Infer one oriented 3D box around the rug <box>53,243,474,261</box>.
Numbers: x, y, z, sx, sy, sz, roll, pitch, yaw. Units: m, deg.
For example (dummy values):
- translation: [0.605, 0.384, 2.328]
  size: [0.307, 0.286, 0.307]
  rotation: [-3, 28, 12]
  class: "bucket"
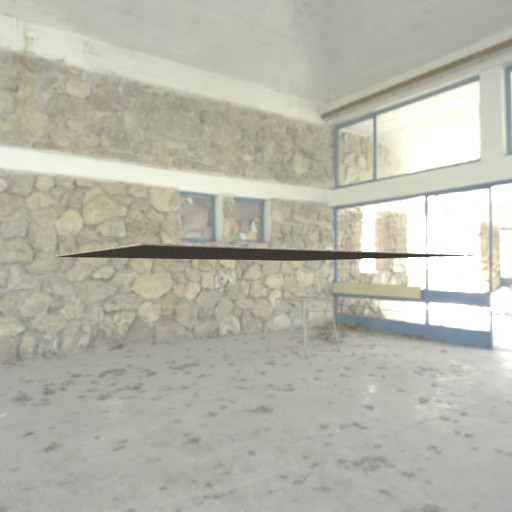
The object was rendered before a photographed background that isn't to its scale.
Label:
- translation: [0.000, 0.000, 4.095]
  size: [3.050, 0.011, 2.441]
  rotation: [1, -2, -34]
  class: "rug"
